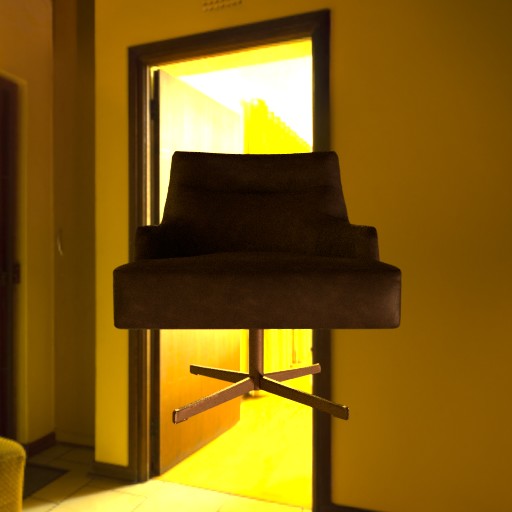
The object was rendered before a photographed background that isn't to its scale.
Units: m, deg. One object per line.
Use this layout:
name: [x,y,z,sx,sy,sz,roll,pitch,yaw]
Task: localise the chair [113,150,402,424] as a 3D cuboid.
chair: [0.000,0.000,1.506,0.738,0.870,0.874,0,0,-1]
